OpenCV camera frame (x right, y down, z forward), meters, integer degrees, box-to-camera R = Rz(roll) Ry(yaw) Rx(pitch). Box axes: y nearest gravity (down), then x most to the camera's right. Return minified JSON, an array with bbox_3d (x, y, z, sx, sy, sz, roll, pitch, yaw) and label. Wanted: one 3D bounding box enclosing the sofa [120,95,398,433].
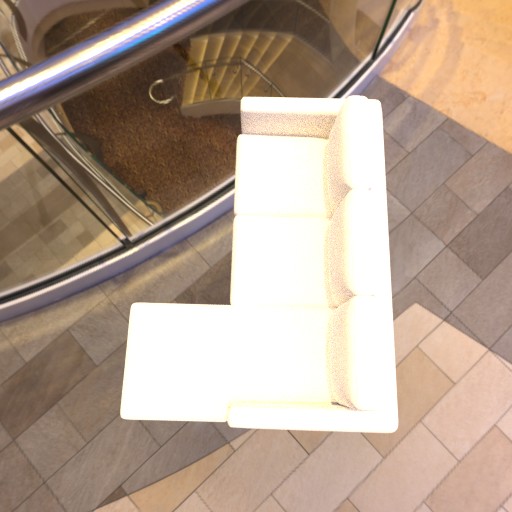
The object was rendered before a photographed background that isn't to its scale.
[{"bbox_3d":[0.000,0.000,2.834,1.580,0.899,2.029,1,75,0],"label":"sofa"}]
